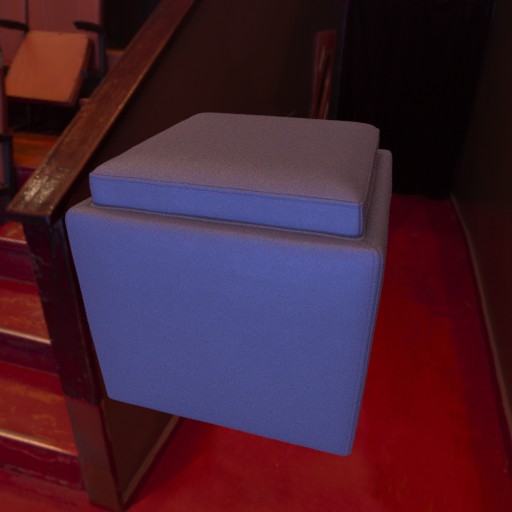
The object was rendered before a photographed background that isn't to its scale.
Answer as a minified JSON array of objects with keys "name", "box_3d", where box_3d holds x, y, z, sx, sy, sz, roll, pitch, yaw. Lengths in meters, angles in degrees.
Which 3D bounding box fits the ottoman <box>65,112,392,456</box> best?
[{"name":"ottoman","box_3d":[0.000,0.000,0.824,0.450,0.460,0.451,8,31,14]}]
